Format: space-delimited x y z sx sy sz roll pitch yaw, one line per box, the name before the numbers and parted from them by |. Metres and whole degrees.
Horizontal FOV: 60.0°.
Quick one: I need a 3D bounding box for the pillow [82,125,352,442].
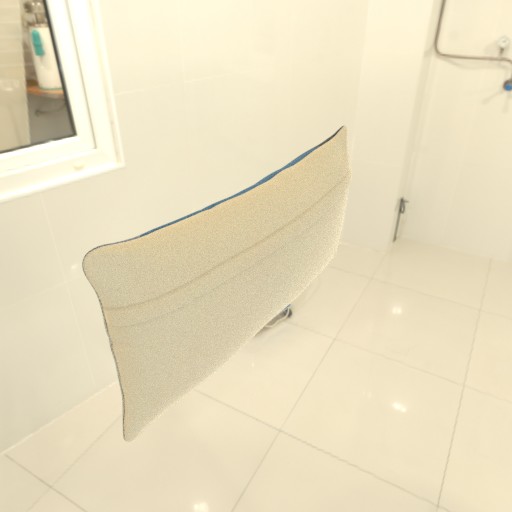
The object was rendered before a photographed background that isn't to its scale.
pillow | 0.000 0.000 0.734 0.148 0.307 0.604 22 38 30
